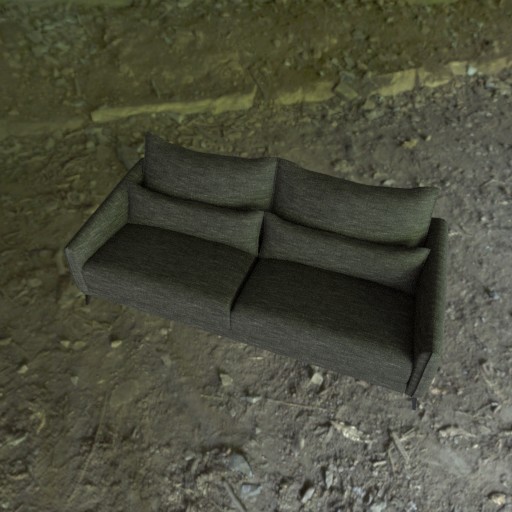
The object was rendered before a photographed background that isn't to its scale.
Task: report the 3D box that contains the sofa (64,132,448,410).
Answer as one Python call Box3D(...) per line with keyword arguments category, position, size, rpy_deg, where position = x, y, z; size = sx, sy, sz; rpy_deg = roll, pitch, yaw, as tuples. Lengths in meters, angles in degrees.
Box3D(category="sofa", position=(0.000, 0.000, 2.455), size=(2.019, 0.843, 0.807), rpy_deg=(14, 44, 15))
